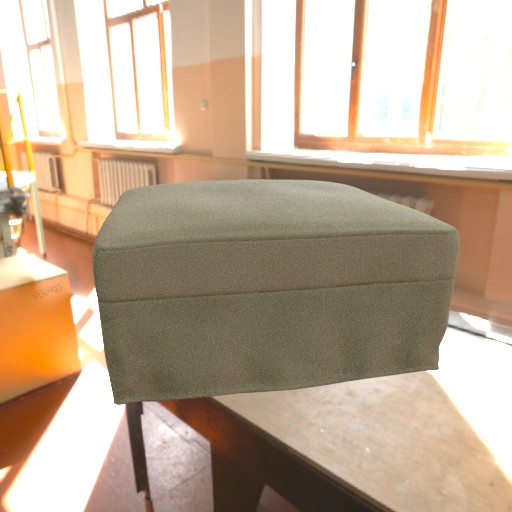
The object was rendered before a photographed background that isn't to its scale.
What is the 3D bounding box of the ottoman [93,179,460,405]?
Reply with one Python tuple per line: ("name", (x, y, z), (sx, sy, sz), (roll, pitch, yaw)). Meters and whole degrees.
("ottoman", (0.000, 0.000, 1.376), (0.843, 0.441, 0.842), (-3, 17, -10))
